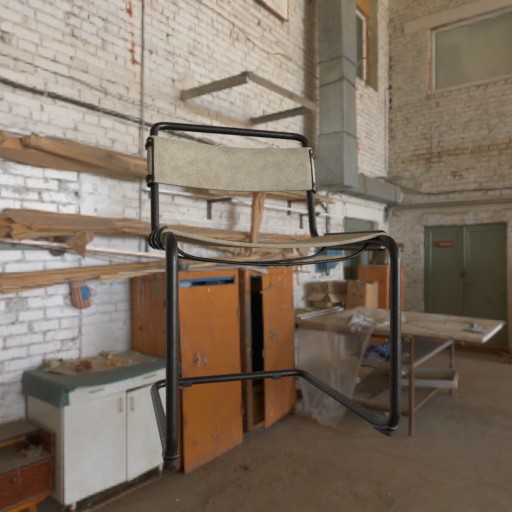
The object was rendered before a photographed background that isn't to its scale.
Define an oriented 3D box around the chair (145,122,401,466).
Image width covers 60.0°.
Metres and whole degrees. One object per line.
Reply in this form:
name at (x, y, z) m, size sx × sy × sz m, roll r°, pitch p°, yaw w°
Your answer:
chair at (0.000, 0.000, 1.063) m, size 0.499 × 0.747 × 0.497 m, roll 0°, pitch 0°, yaw -17°
